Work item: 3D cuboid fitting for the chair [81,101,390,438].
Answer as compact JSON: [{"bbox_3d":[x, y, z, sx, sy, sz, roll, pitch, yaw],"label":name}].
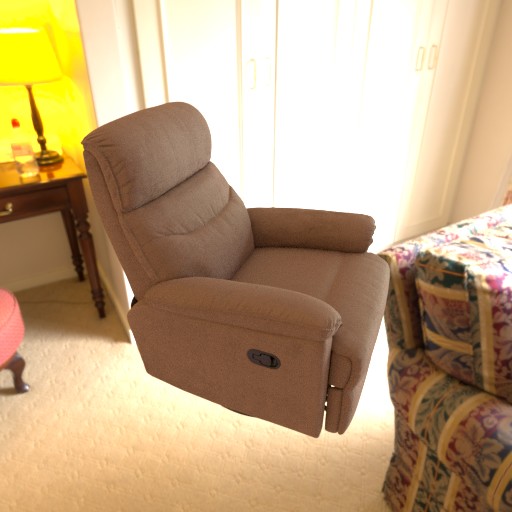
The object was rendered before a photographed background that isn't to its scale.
[{"bbox_3d":[0.000,0.000,1.714,1.004,1.037,0.820,11,32,19],"label":"chair"}]
